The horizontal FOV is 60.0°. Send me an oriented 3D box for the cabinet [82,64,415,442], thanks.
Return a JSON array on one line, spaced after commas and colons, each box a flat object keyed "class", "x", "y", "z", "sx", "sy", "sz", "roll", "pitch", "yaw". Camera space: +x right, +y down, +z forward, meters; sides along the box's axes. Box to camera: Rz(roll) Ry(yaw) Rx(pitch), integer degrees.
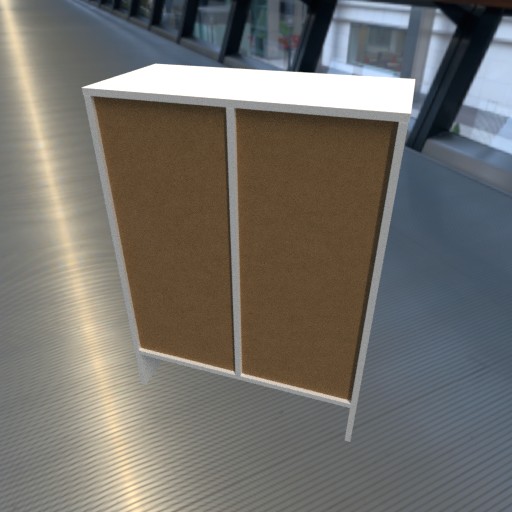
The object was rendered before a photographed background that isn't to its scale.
[{"class": "cabinet", "x": 0.000, "y": 0.000, "z": 1.098, "sx": 0.600, "sy": 0.815, "sz": 0.296, "roll": 10, "pitch": 34, "yaw": 15}]
